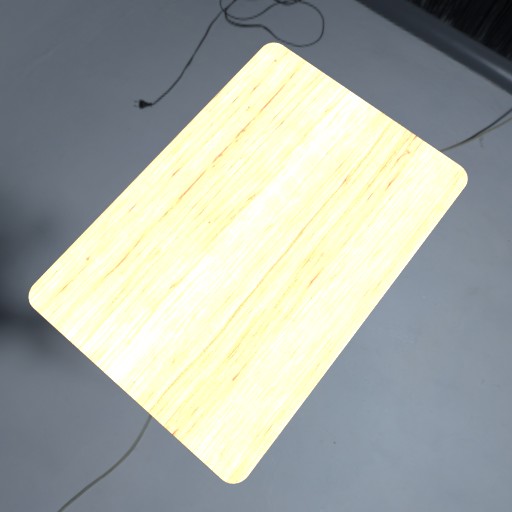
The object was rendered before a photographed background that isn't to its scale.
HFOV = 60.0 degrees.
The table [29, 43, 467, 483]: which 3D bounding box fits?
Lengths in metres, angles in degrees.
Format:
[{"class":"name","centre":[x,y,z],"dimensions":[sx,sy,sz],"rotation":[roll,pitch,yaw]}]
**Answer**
[{"class":"table","centre":[0.000,0.000,1.361],"dimensions":[0.696,0.445,0.997],"rotation":[38,78,9]}]
